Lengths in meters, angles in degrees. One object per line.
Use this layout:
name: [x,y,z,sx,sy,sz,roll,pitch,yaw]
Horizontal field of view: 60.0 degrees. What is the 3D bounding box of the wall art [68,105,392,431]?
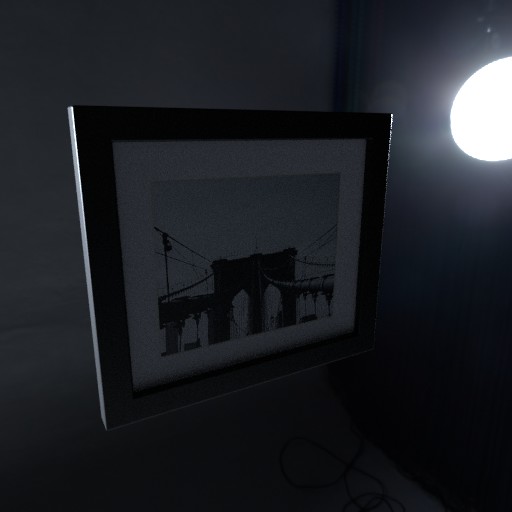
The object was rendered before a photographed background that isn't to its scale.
wall art: [0.000,0.000,0.529,0.380,0.330,0.028,-9,18,-28]
